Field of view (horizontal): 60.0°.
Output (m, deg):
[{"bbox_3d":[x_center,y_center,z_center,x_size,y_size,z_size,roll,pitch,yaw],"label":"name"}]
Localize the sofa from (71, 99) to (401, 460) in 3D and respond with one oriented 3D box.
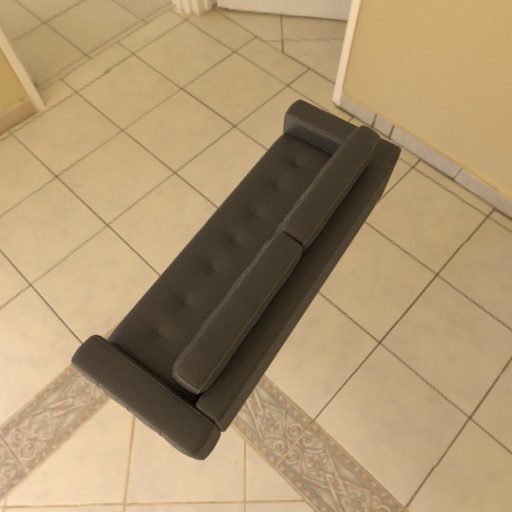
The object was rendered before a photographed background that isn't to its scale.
[{"bbox_3d":[0.000,0.000,2.757,0.833,0.893,2.275,31,67,15],"label":"sofa"}]
